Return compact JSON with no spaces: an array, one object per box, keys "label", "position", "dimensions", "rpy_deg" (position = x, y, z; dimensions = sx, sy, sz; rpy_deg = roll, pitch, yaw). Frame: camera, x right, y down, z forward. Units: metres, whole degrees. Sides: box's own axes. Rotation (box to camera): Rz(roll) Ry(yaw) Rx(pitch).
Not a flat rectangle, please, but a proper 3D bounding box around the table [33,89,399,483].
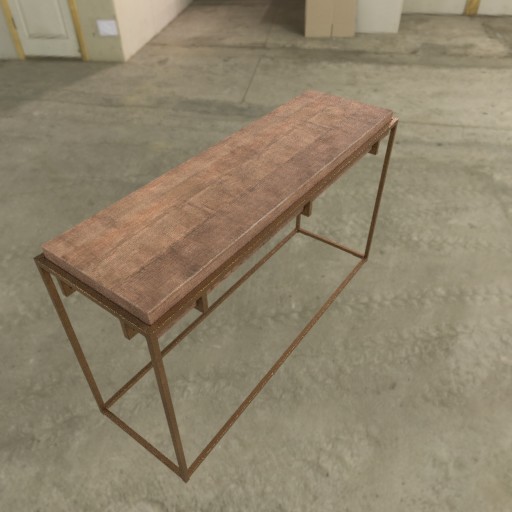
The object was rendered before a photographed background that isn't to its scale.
[{"label":"table","position":[0.000,0.000,1.746],"dimensions":[0.440,0.820,1.400],"rpy_deg":[26,47,26]}]
